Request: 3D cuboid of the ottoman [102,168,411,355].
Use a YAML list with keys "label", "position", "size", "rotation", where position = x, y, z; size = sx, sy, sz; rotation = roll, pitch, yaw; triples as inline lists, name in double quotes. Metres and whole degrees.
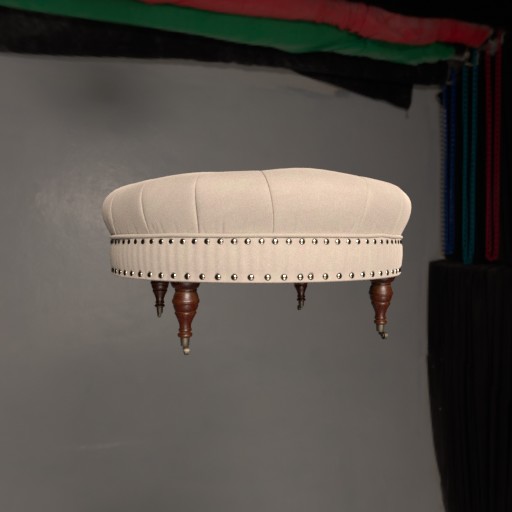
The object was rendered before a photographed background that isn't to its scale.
- label: "ottoman"
  position: [0.000, 0.000, 1.360]
  size: [0.901, 0.439, 0.901]
  rotation: [0, 2, 0]
